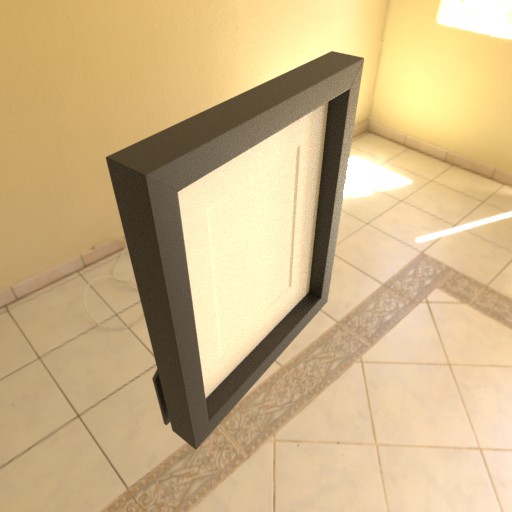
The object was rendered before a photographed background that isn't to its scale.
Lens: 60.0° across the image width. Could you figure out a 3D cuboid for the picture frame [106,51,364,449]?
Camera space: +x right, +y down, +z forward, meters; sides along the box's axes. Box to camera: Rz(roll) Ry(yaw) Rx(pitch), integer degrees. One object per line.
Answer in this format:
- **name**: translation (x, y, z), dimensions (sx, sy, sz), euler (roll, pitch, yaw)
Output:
- **picture frame**: translation (0.000, 0.000, 0.389), dimensions (0.042, 0.284, 0.232), euler (27, 47, 28)
